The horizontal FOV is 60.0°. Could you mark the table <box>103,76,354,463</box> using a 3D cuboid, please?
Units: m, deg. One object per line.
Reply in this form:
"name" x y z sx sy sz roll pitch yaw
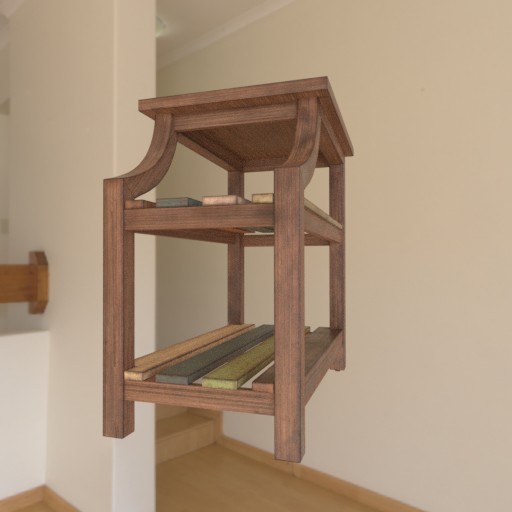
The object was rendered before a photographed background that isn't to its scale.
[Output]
"table" 0.000 0.000 0.941 0.356 0.584 0.609 0 -1 17
